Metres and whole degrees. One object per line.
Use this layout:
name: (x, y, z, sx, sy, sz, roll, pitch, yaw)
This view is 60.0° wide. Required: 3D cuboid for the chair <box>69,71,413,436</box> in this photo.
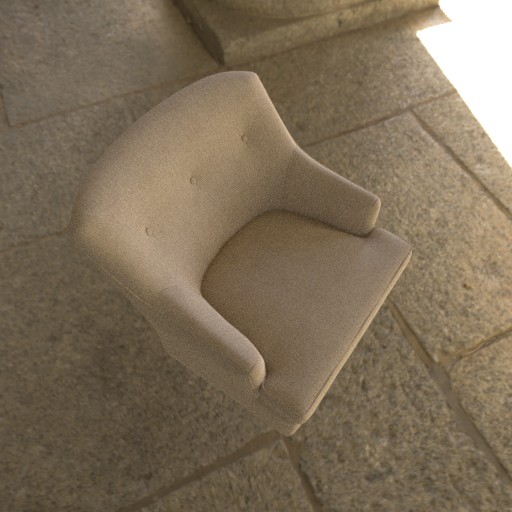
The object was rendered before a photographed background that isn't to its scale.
chair: (0.000, 0.000, 1.613, 0.923, 0.856, 0.864, 32, 64, 18)
